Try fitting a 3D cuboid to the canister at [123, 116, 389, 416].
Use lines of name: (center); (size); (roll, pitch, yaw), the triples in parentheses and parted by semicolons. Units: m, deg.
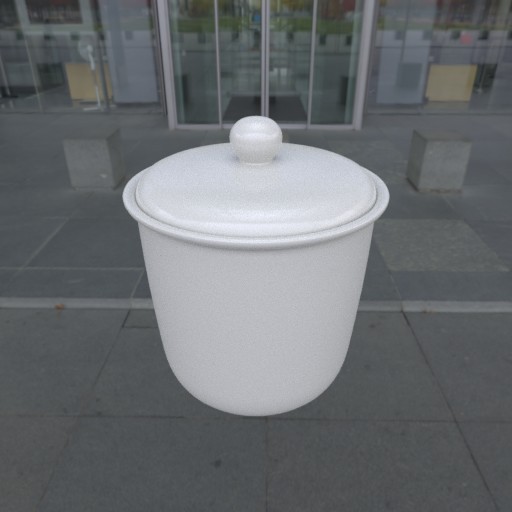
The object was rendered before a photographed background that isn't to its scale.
canister: (0.000, 0.000, 0.340); (0.182, 0.208, 0.182); (0, 29, 0)
